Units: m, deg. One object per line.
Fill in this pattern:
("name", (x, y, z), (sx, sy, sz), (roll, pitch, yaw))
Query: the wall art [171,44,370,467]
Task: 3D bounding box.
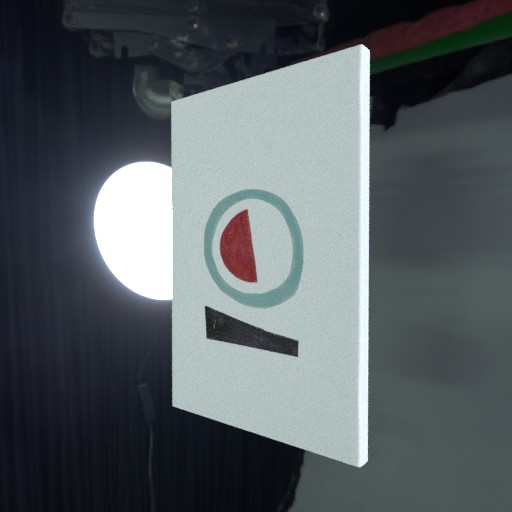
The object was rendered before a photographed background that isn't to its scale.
("wall art", (0.000, 0.000, 1.142), (0.602, 0.902, 0.048), (1, 1, 38))
